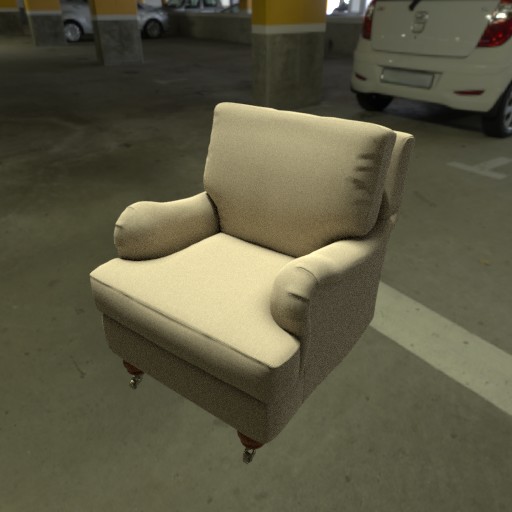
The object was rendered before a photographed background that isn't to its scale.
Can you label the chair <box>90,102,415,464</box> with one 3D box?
[{"bbox_3d":[0.000,0.000,1.837,0.895,1.076,1.078,20,35,30],"label":"chair"}]
